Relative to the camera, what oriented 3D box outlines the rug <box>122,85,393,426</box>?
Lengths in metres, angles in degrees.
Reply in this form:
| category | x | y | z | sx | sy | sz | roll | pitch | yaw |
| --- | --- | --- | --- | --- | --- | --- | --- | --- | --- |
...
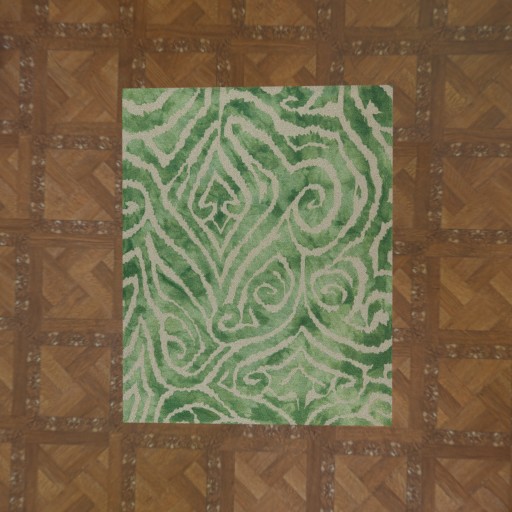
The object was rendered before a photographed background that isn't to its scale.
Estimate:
| category | x | y | z | sx | sy | sz | roll | pitch | yaw |
| --- | --- | --- | --- | --- | --- | --- | --- | --- | --- |
| rug | 0.000 | 0.000 | 4.004 | 2.436 | 0.007 | 3.045 | 0 | 90 | 2 |
